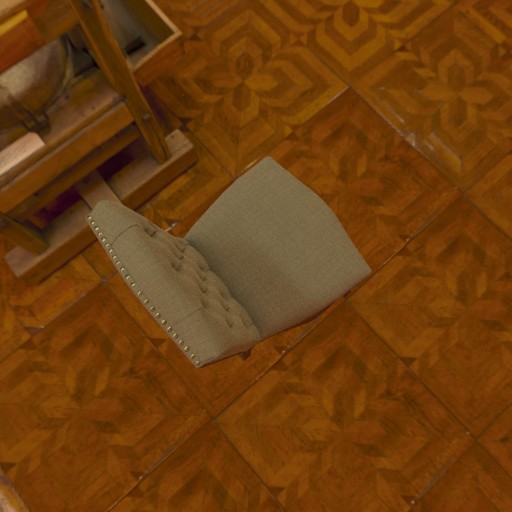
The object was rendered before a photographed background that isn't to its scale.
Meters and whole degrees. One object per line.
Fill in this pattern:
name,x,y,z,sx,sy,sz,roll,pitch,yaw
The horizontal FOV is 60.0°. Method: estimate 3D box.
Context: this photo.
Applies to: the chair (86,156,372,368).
chair,0.000,0.000,1.622,0.731,1.191,0.637,-38,78,-9
